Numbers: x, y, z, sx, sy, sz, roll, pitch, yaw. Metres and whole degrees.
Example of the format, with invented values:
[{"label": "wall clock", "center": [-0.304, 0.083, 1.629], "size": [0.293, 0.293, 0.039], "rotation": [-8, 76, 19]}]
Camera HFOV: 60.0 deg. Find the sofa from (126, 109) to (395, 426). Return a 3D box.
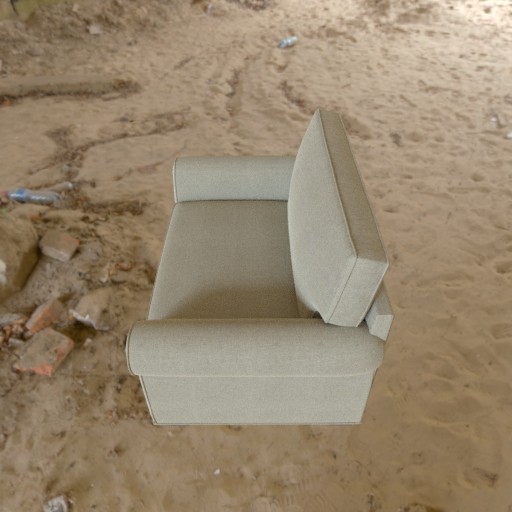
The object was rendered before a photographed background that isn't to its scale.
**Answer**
[{"label": "sofa", "center": [0.000, 0.000, 2.131], "size": [0.936, 0.991, 1.405], "rotation": [0, 42, 0]}]
